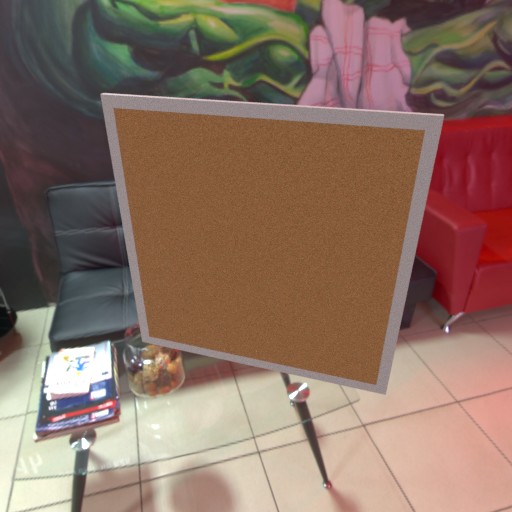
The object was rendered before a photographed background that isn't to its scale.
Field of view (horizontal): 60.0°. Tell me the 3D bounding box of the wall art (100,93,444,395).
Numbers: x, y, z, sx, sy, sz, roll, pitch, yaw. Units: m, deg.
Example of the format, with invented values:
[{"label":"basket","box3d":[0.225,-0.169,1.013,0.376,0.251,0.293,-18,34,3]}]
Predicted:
[{"label":"wall art","box3d":[0.000,0.000,0.687,0.456,0.457,0.009,9,31,14]}]
